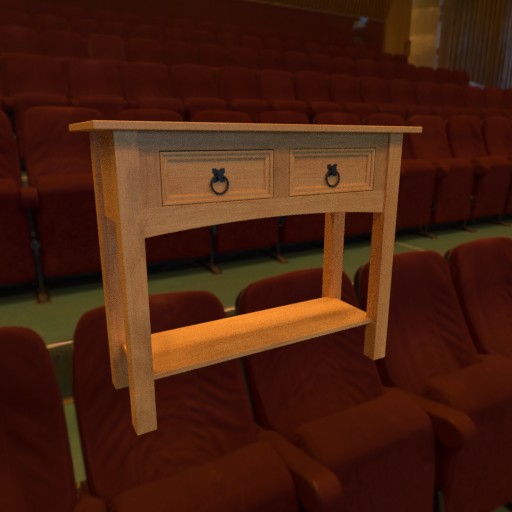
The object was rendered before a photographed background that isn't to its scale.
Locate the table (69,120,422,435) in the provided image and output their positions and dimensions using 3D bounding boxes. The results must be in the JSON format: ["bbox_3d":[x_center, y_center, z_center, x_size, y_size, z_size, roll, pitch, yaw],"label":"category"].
[{"bbox_3d":[0.000,0.000,1.289,0.900,0.728,0.340,-8,17,-28],"label":"table"}]
